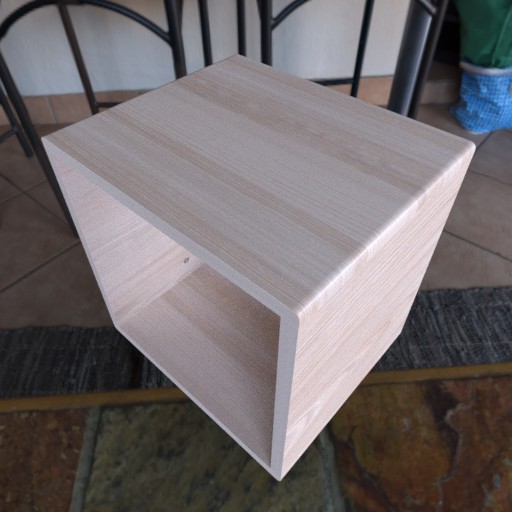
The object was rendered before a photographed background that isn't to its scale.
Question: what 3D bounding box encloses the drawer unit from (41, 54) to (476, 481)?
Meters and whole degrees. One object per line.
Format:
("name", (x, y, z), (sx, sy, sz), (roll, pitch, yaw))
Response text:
("drawer unit", (0.000, 0.000, 0.578), (0.344, 0.344, 0.290), (33, 54, 28))
